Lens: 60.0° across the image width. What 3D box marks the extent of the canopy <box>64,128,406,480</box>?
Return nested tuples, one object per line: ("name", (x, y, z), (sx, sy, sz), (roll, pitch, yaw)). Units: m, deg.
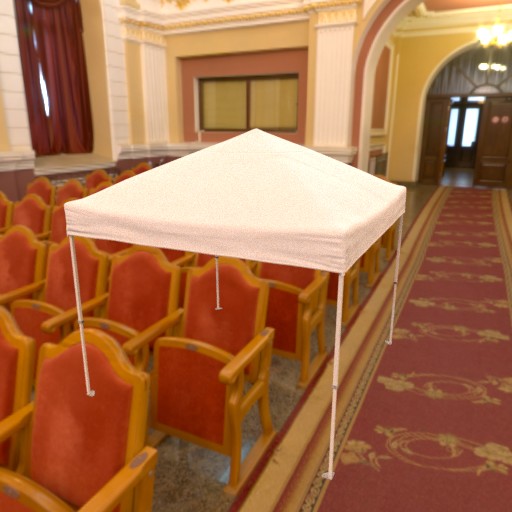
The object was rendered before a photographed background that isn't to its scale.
("canopy", (0.000, 0.000, 5.423), (2.998, 2.997, 2.996), (8, 18, 25))
